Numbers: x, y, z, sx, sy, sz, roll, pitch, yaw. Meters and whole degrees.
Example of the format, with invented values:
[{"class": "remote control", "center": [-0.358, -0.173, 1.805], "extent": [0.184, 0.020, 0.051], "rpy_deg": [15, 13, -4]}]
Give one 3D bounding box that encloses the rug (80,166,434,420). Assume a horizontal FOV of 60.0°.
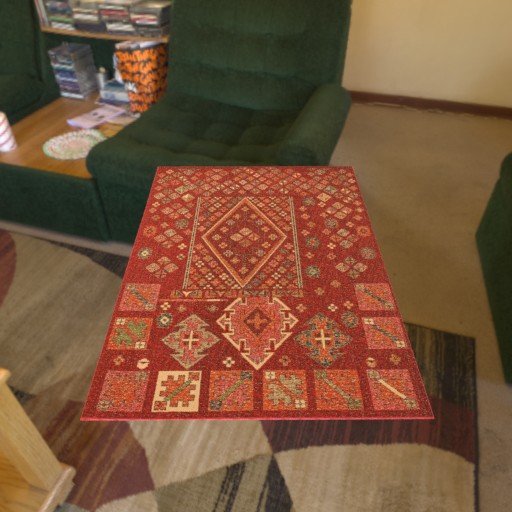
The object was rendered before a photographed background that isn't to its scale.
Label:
[{"class": "rug", "center": [0.000, 0.000, 4.213], "extent": [2.389, 0.011, 3.306], "rpy_deg": [0, 42, 0]}]
